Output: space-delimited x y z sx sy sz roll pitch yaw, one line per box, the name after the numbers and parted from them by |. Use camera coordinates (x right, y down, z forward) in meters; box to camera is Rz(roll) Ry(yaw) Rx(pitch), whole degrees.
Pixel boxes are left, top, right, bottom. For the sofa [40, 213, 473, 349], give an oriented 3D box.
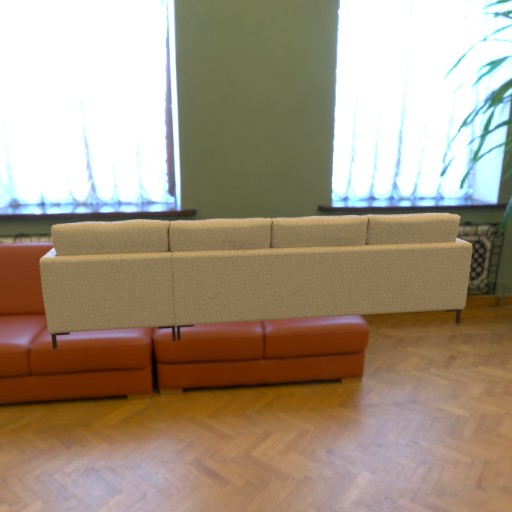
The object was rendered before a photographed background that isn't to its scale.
0.000 0.000 3.331 2.731 0.755 1.258 -2 15 -8 | sofa
